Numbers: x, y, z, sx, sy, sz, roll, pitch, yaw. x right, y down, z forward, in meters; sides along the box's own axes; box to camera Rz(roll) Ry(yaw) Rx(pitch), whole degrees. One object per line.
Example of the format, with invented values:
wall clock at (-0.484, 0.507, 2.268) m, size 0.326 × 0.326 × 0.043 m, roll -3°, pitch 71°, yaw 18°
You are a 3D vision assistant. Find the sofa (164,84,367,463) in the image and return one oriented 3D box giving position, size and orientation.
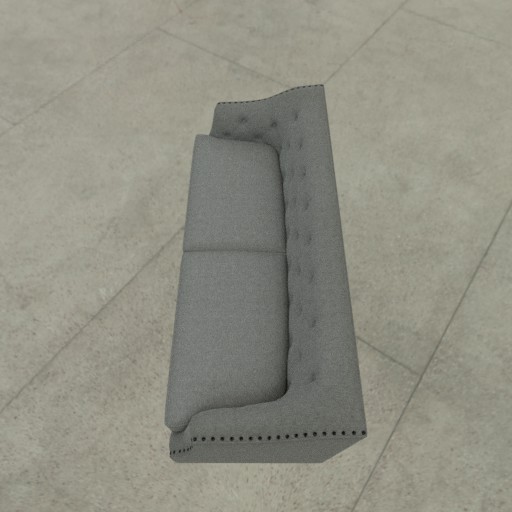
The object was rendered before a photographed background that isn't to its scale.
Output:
sofa at (0.000, 0.000, 2.715) m, size 0.914 × 0.901 × 2.235 m, roll 0°, pitch 58°, yaw 0°
